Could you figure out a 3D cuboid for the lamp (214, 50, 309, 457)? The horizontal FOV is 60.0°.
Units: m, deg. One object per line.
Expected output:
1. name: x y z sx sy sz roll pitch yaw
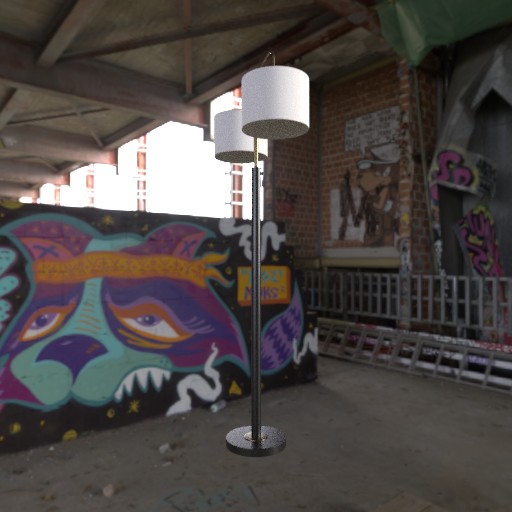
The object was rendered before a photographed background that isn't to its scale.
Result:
1. lamp: 0.000 0.000 1.883 0.254 1.587 0.711 0 -1 -19
